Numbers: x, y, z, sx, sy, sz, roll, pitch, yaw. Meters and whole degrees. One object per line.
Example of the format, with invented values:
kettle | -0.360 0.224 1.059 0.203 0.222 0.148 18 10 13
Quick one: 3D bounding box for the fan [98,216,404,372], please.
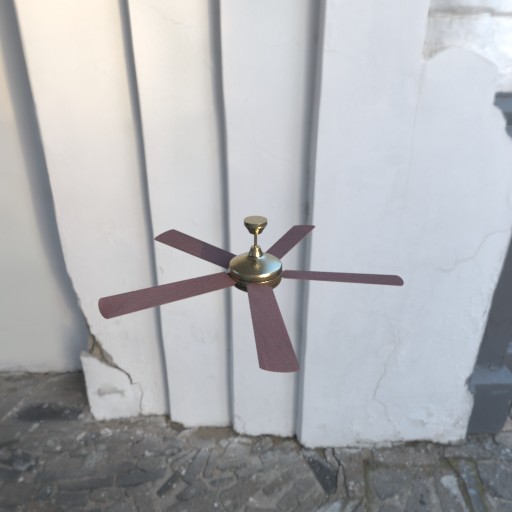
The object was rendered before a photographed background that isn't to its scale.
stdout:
fan | 0.000 0.000 2.037 1.321 0.356 1.321 8 26 15
